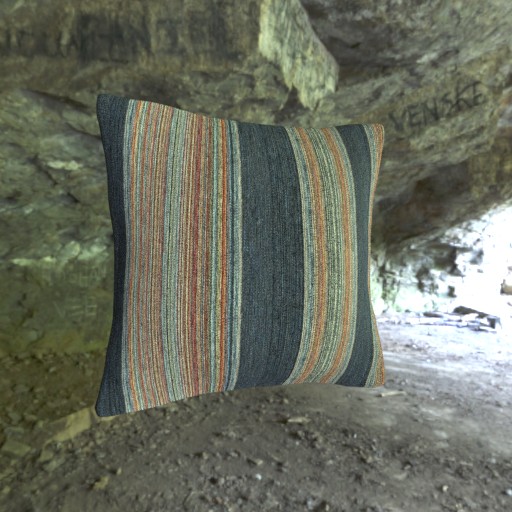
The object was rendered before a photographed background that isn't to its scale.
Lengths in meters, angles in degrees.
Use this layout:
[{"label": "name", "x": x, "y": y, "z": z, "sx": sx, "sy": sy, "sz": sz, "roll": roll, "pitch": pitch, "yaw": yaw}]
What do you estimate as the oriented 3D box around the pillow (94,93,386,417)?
[{"label": "pillow", "x": 0.000, "y": 0.000, "z": 0.637, "sx": 0.437, "sy": 0.419, "sz": 0.136, "roll": 0, "pitch": 0, "yaw": -19}]
